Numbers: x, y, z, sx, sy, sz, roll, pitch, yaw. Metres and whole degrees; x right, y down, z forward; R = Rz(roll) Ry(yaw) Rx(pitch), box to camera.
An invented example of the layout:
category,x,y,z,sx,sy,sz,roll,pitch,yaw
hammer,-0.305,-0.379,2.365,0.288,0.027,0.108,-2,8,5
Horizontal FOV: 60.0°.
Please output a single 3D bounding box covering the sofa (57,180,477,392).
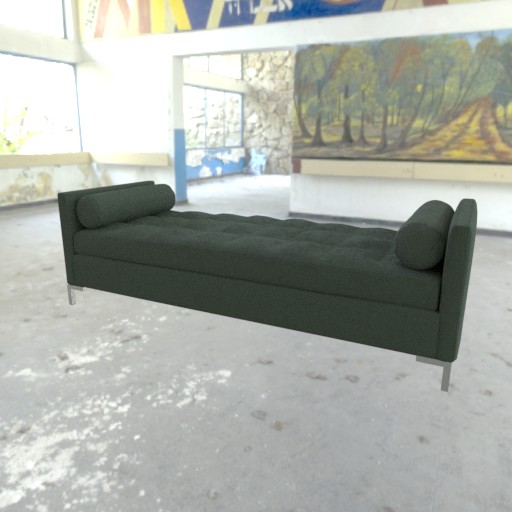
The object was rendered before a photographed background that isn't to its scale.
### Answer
category,x,y,z,sx,sy,sz,roll,pitch,yaw
sofa,0.000,0.000,2.408,2.102,0.657,0.797,8,17,26
